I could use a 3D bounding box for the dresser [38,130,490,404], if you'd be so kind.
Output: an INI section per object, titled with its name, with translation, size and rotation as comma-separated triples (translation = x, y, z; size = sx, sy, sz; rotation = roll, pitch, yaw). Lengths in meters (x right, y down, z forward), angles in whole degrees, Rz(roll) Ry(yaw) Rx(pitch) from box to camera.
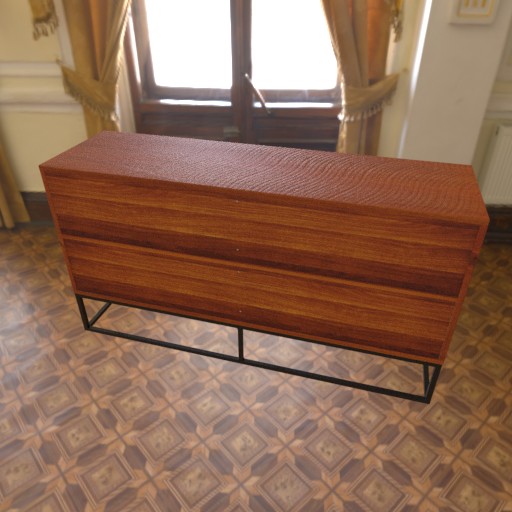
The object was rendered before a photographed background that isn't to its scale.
[dresser]
translation = 0.000, 0.000, 1.861
size = 1.536, 0.810, 0.464
rotation = 9, 34, 13
